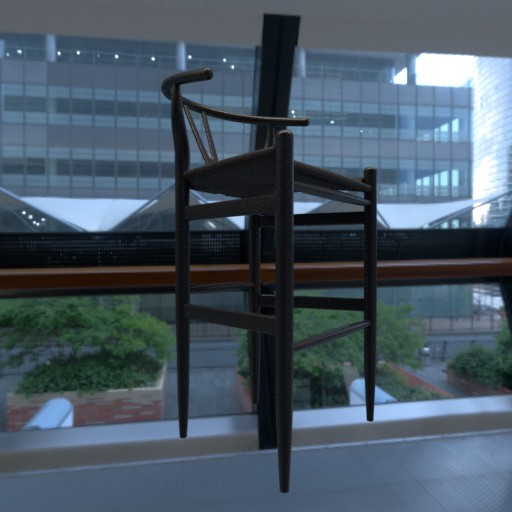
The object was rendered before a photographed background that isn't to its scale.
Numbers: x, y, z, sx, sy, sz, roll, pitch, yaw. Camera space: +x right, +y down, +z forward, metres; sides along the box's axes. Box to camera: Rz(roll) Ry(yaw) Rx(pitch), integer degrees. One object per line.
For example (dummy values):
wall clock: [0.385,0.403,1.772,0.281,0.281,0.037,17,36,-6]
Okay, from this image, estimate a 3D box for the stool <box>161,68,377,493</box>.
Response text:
stool: [0.000,0.000,1.382,0.579,1.072,0.569,0,0,36]
